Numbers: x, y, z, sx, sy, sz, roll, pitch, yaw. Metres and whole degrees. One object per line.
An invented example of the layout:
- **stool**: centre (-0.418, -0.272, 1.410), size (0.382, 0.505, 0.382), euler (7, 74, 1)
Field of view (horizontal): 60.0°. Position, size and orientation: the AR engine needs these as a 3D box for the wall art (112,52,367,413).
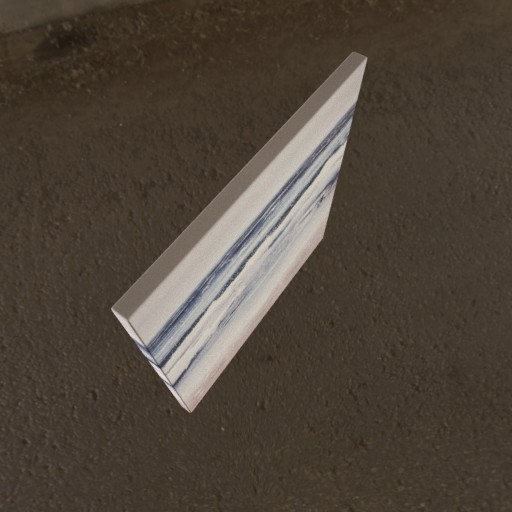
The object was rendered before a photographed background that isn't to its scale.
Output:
- **wall art**: centre (0.000, 0.000, 1.152), size (0.065, 0.747, 0.755), euler (32, 65, 17)
